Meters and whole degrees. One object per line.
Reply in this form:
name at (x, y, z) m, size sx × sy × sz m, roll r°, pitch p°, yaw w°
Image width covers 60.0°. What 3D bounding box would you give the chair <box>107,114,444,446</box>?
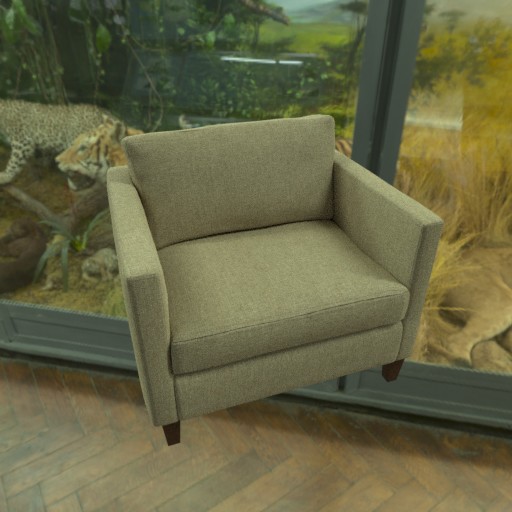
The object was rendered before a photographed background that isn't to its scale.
chair at (0.000, 0.000, 1.879) m, size 1.107 × 0.987 × 0.959 m, roll -10°, pitch 33°, yaw -16°
